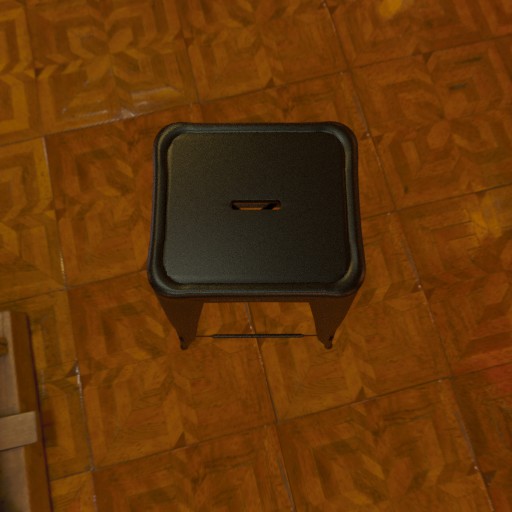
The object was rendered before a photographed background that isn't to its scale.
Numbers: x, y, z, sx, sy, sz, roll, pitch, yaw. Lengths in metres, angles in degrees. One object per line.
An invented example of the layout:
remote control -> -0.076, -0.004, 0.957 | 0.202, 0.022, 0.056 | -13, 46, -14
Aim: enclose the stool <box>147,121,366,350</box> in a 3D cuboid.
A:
stool -> 0.000, 0.000, 0.898 | 0.455, 0.609, 0.423 | -11, 77, -3
